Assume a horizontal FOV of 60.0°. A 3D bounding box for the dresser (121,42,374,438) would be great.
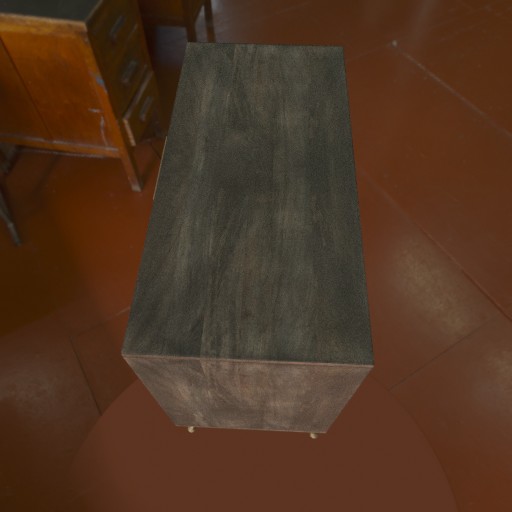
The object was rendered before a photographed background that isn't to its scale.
[{"bbox_3d":[0.000,0.000,1.357,0.453,0.801,0.923,2,58,1],"label":"dresser"}]
